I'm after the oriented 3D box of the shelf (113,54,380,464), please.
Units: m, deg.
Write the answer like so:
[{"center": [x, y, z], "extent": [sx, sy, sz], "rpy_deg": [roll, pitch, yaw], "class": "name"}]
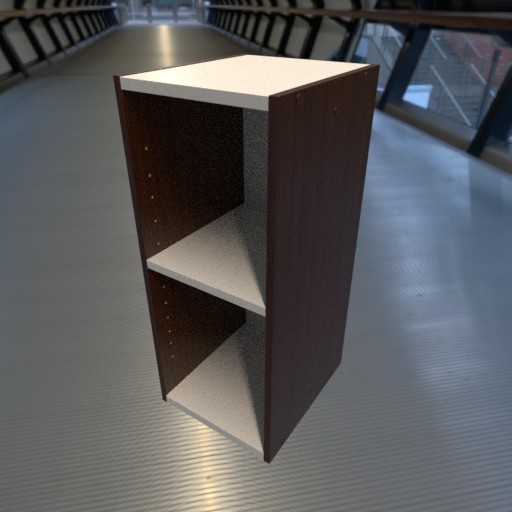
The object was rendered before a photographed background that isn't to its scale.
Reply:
[{"center": [0.000, 0.000, 0.767], "extent": [0.253, 0.600, 0.290], "rpy_deg": [19, 35, 29], "class": "shelf"}]
